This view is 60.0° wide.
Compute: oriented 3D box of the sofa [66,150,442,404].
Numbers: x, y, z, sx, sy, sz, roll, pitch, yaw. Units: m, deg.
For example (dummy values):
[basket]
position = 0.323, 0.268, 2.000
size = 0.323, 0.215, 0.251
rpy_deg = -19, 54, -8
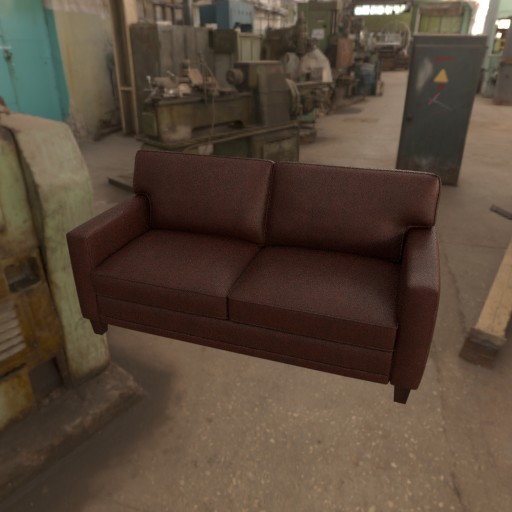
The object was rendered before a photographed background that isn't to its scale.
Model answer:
[sofa]
position = 0.000, 0.000, 2.452
size = 1.876, 0.928, 0.912
rpy_deg = 8, 27, 17
